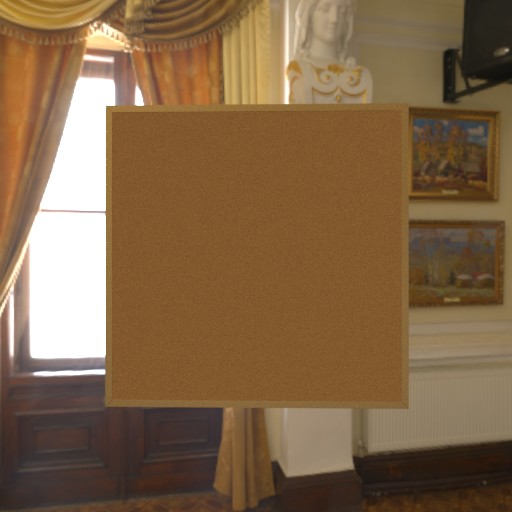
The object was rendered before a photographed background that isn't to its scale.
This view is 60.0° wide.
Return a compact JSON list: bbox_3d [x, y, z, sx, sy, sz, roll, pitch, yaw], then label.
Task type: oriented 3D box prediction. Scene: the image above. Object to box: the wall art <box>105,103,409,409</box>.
[{"bbox_3d":[0.000,0.000,1.131,0.762,0.762,0.038,0,0,1],"label":"wall art"}]
